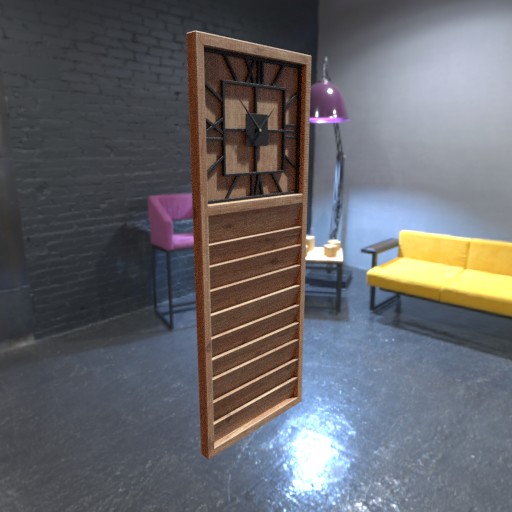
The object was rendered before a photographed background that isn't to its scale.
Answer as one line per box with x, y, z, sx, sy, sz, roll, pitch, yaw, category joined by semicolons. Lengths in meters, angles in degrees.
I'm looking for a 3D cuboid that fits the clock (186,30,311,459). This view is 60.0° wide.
0.000;0.000;1.105;0.030;0.965;0.361;14;20;43;clock
